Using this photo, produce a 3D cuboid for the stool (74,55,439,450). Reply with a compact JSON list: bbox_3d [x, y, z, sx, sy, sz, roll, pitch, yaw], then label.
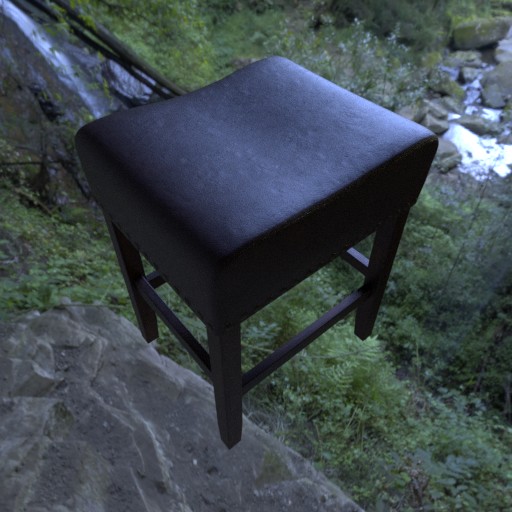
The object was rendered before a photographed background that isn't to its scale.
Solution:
[{"bbox_3d":[0.000,0.000,0.929,0.465,0.608,0.397,-31,55,-26],"label":"stool"}]
